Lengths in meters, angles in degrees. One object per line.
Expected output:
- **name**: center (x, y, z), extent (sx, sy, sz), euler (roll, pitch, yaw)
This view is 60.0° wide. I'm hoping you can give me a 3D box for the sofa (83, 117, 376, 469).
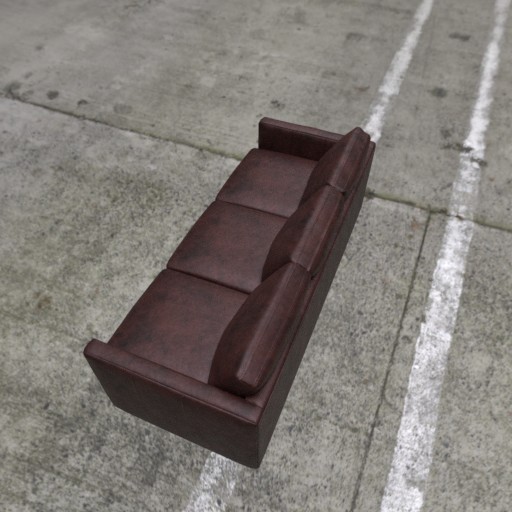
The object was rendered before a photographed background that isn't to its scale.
- **sofa**: center (0.000, 0.000, 3.108), extent (1.045, 1.006, 2.464), euler (17, 50, 15)
